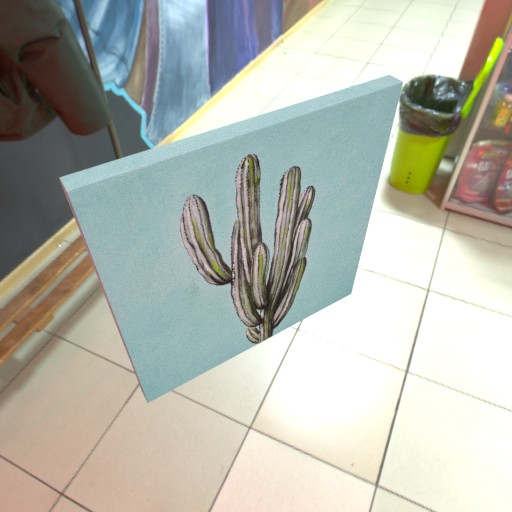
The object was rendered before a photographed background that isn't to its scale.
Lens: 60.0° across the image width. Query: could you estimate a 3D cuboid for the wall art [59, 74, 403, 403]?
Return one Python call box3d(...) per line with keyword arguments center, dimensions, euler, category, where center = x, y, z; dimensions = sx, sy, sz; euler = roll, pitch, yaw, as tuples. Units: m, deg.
box3d(center=(0.000, 0.000, 0.913), dimensions=(0.603, 0.603, 0.036), euler=(-24, 51, -22), category="wall art")
